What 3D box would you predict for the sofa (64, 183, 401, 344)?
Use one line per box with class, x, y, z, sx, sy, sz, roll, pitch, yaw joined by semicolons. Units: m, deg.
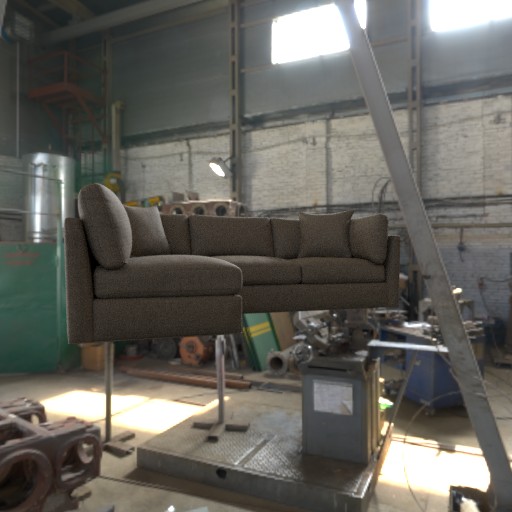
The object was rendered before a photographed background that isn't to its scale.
sofa;0.000;0.000;3.794;2.896;0.978;1.994;0;0;-19
